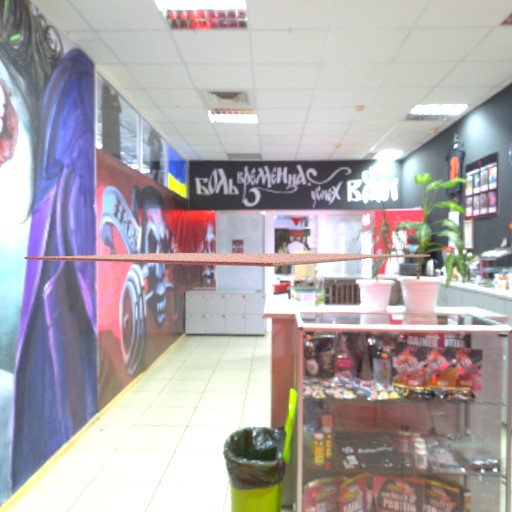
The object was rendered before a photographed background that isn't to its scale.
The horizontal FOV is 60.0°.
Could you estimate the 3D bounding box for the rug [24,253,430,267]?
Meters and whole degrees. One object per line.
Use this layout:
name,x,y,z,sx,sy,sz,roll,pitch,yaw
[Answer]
rug,0.000,0.000,4.247,2.434,0.045,3.202,1,1,35
